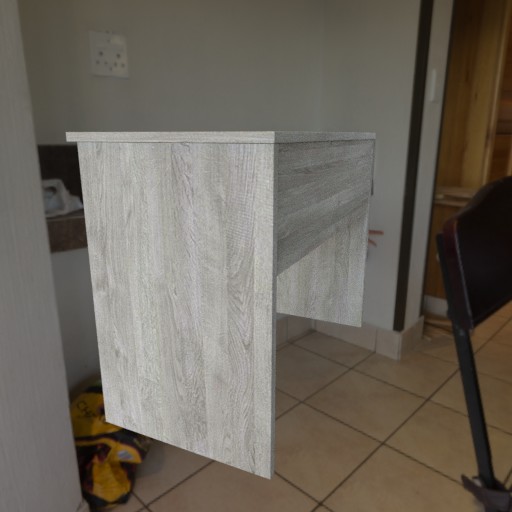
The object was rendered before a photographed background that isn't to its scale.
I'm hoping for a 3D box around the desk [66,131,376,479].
[{"bbox_3d":[0.000,0.000,1.351,0.498,0.724,0.893,7,17,25],"label":"desk"}]
